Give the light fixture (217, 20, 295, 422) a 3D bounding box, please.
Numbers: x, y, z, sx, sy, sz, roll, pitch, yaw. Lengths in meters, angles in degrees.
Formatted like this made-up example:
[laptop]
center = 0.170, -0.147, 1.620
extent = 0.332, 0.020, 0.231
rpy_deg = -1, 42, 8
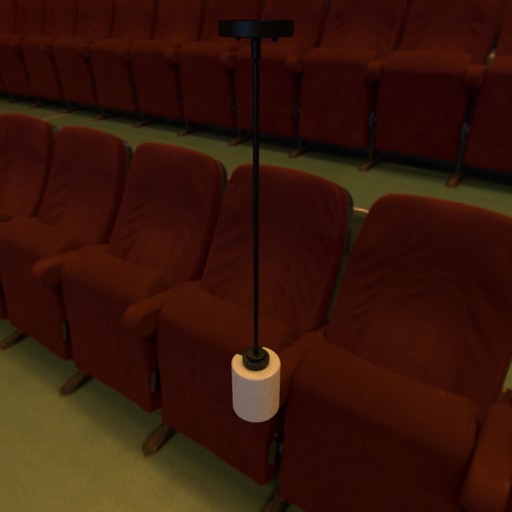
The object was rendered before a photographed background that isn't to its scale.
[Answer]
[light fixture]
center = 0.000, 0.000, 0.919
extent = 0.123, 0.863, 0.123
rpy_deg = 18, 34, 29
